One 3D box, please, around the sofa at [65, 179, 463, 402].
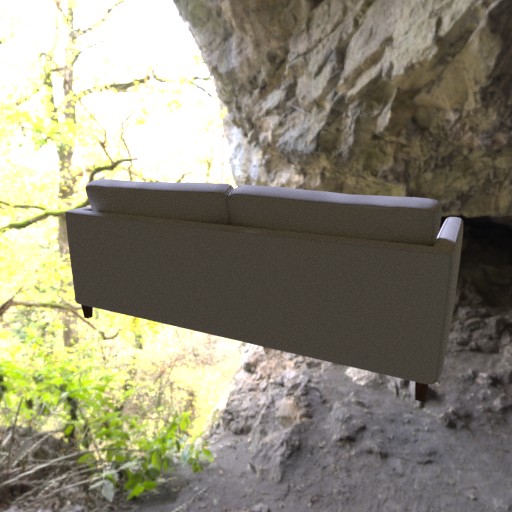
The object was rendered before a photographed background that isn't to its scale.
[{"bbox_3d":[0.000,0.000,2.849,2.361,0.962,0.951,8,17,26],"label":"sofa"}]
